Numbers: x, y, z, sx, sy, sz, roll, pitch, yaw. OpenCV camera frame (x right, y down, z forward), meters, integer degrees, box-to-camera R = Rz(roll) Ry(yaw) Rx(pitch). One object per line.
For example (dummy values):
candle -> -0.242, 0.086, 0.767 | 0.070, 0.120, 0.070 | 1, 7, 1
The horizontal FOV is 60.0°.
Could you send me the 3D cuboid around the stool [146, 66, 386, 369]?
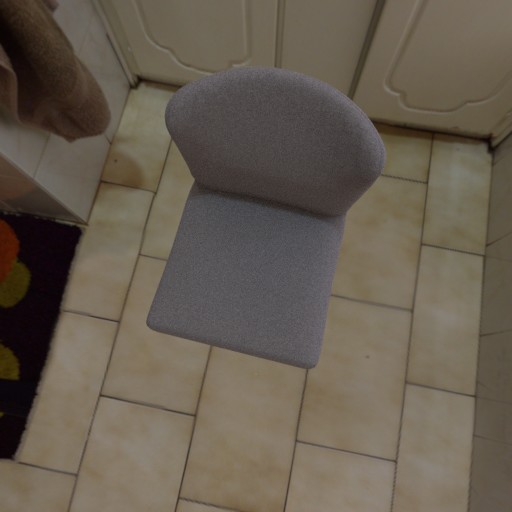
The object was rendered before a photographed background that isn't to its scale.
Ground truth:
stool -> 0.000, 0.000, 1.310 | 0.481, 0.968, 0.568 | 13, 75, 4
